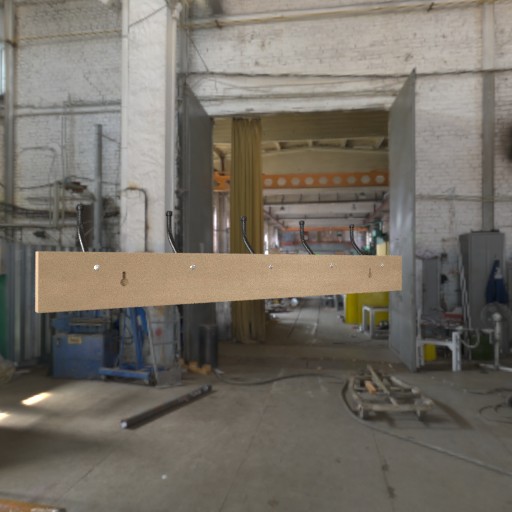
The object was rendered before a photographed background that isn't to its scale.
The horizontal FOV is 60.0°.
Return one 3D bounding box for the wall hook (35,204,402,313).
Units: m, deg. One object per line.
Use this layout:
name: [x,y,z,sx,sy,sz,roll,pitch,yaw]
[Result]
wall hook: [0.000,0.000,0.625,0.571,0.117,0.071,1,-1,-36]
